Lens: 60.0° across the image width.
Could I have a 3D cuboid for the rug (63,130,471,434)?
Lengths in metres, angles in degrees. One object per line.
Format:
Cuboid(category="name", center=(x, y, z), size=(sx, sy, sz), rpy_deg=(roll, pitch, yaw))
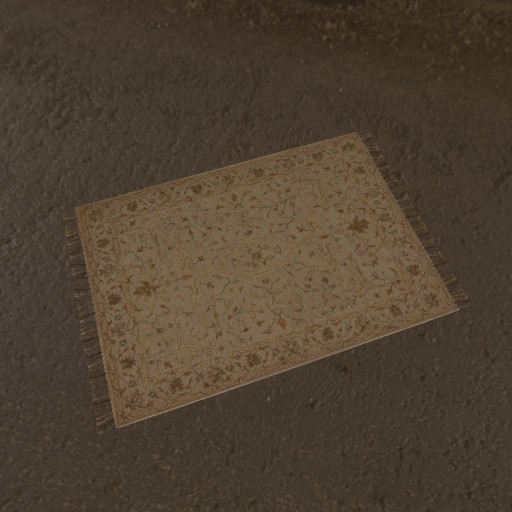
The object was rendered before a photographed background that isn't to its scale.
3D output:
Cuboid(category="rug", center=(0.000, 0.000, 2.322), size=(1.861, 0.017, 1.218), rpy_deg=(-17, 64, -8))
